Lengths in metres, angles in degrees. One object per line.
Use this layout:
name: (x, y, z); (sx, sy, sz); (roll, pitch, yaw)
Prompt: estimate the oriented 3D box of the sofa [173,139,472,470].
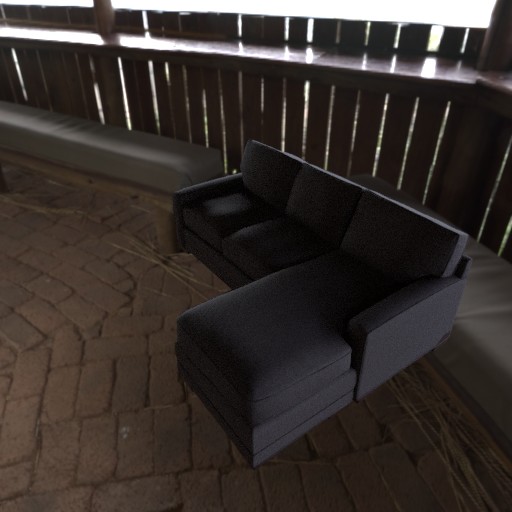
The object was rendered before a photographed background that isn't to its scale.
sofa: (0.000, 0.000, 3.365); (1.790, 0.973, 2.370); (-21, 38, -30)
